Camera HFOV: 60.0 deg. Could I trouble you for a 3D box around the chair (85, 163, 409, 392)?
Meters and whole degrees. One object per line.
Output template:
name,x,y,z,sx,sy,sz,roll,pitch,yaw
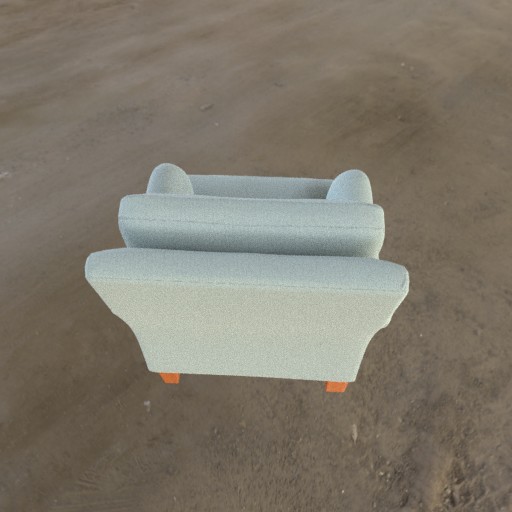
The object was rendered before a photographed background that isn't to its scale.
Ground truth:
chair,0.000,0.000,1.866,0.955,1.038,1.070,2,47,2
